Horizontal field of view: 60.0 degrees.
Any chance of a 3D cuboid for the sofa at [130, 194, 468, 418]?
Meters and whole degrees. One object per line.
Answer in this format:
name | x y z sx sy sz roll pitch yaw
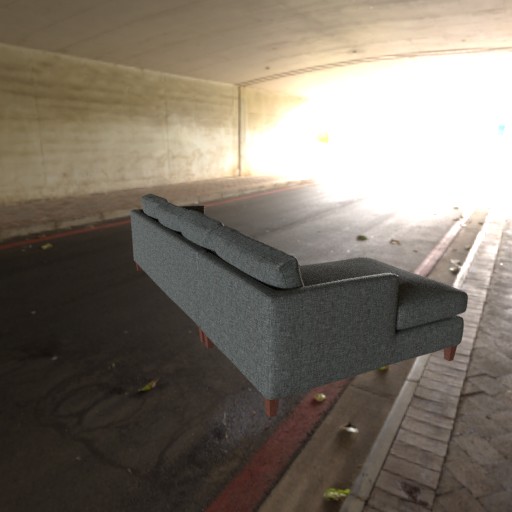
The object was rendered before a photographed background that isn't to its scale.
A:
sofa | 0.000 0.000 4.204 1.635 0.960 3.485 -7 16 -26
